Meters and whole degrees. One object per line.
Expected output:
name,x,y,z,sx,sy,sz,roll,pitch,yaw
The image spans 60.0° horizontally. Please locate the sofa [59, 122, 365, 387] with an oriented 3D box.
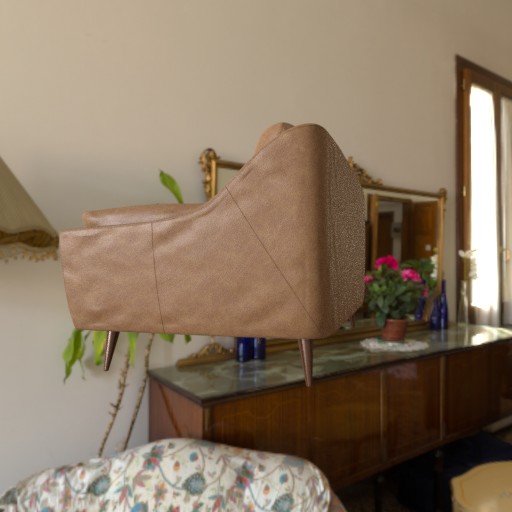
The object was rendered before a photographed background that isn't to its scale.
sofa,0.000,0.000,2.252,0.981,0.886,1.731,0,-1,18
